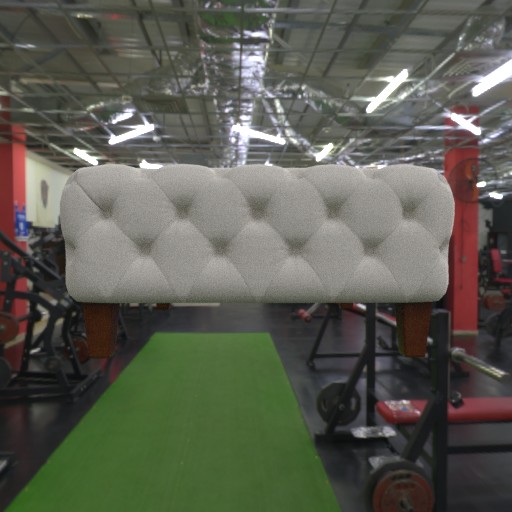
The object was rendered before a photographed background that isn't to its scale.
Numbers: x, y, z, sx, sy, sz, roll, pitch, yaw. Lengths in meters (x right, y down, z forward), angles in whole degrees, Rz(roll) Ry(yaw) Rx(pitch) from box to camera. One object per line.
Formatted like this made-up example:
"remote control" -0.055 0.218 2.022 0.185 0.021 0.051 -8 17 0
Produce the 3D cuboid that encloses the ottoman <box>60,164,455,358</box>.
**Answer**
"ottoman" 0.000 0.000 1.183 0.755 0.376 0.753 0 2 -1
